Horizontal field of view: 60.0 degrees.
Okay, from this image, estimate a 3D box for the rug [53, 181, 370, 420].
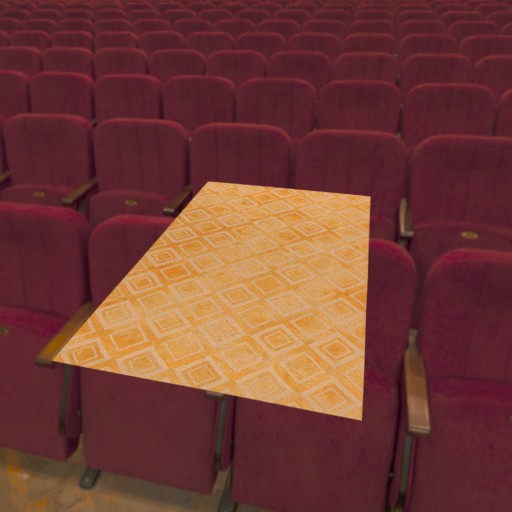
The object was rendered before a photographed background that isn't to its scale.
[{"bbox_3d":[0.000,0.000,3.057,1.511,0.010,2.424,7,32,11],"label":"rug"}]
